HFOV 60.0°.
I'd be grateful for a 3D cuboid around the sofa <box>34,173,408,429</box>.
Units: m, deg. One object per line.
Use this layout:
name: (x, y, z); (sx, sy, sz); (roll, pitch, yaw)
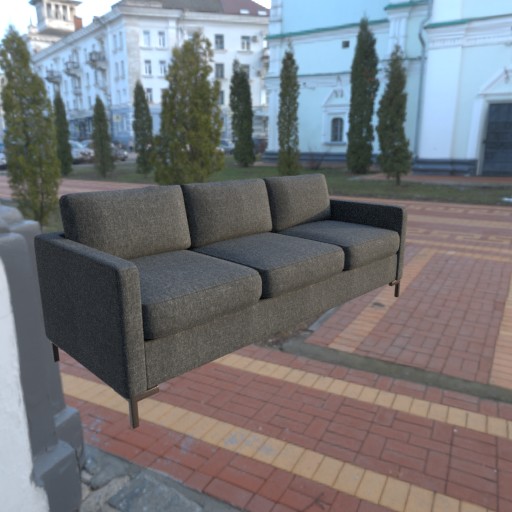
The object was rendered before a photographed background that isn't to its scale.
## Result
sofa: (0.000, 0.000, 2.663); (0.859, 0.874, 2.218); (14, 20, 43)
